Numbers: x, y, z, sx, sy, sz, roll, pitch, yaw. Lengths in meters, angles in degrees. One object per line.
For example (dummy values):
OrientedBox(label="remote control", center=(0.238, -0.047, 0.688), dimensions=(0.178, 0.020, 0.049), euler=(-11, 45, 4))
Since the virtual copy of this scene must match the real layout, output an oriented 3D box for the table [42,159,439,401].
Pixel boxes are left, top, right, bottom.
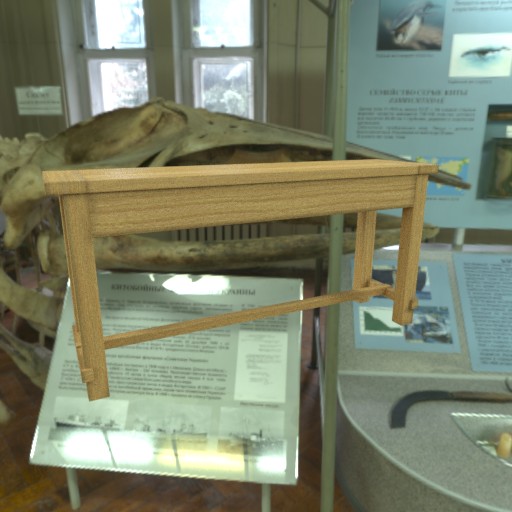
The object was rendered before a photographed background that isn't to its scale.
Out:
OrientedBox(label="table", center=(0.000, 0.000, 1.933), dimensions=(1.599, 0.762, 0.442), euler=(-8, 18, -25))
